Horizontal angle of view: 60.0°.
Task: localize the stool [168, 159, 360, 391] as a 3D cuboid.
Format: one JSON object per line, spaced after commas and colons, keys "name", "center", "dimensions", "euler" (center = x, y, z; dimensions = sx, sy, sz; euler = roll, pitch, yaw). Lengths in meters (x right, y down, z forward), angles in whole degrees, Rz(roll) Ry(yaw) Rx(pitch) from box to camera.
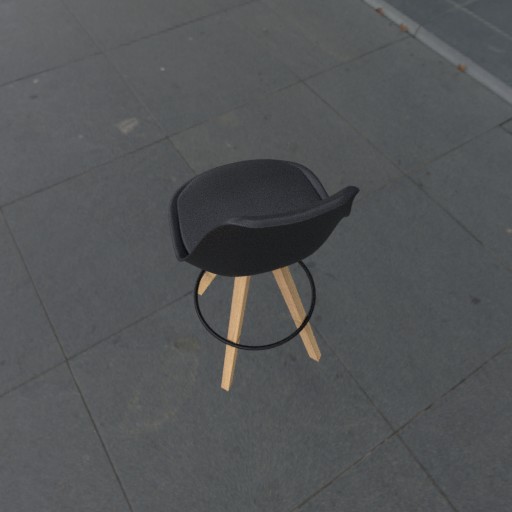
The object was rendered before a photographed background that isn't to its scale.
{"name": "stool", "center": [0.000, 0.000, 1.420], "dimensions": [0.485, 1.115, 0.550], "euler": [-15, 60, -9]}
